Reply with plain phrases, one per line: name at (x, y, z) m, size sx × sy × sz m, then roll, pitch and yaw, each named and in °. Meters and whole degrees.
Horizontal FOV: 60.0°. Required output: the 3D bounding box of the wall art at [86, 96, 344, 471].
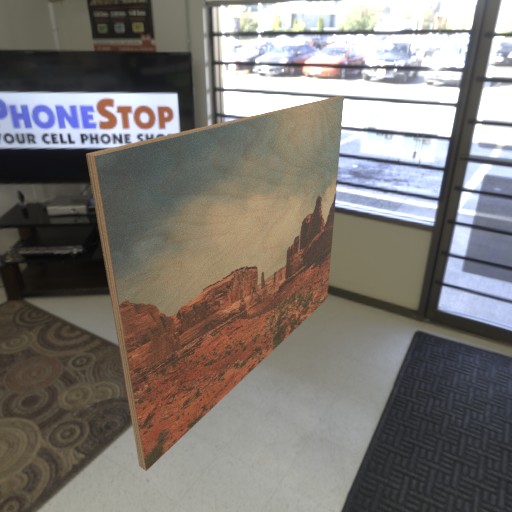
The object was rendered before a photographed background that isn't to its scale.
wall art at (0.000, 0.000, 0.667) m, size 0.013 × 0.406 × 0.508 m, roll 17°, pitch 31°, yaw 31°
